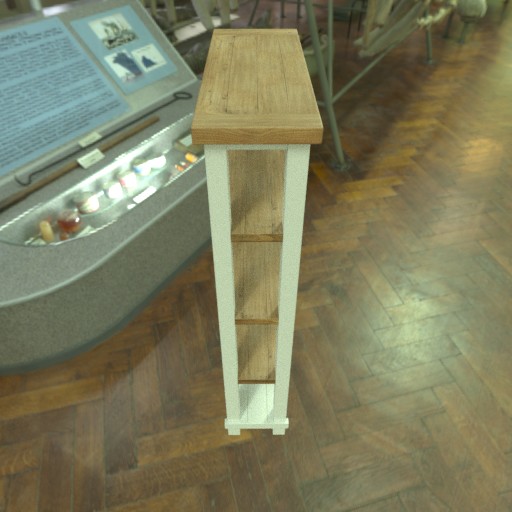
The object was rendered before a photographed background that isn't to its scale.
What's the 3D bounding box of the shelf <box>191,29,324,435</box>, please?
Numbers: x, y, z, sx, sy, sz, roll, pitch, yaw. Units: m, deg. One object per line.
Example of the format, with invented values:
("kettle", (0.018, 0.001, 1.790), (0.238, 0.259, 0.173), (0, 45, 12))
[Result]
("shelf", (0.000, 0.000, 2.271), (0.381, 1.878, 1.022), (0, 41, 0))
